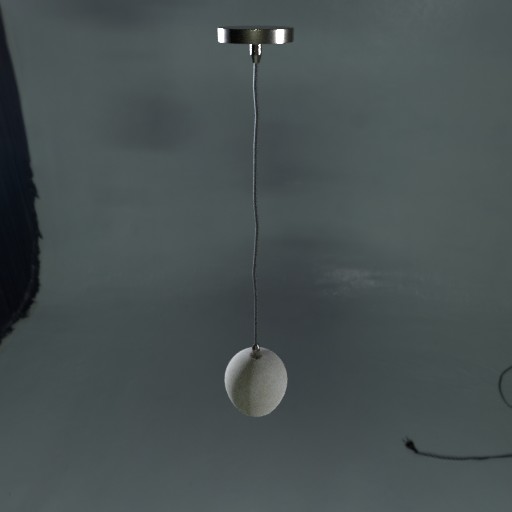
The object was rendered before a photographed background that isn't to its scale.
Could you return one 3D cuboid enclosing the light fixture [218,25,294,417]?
[{"bbox_3d":[0.000,0.000,0.832,0.139,0.764,0.139,1,30,2],"label":"light fixture"}]
